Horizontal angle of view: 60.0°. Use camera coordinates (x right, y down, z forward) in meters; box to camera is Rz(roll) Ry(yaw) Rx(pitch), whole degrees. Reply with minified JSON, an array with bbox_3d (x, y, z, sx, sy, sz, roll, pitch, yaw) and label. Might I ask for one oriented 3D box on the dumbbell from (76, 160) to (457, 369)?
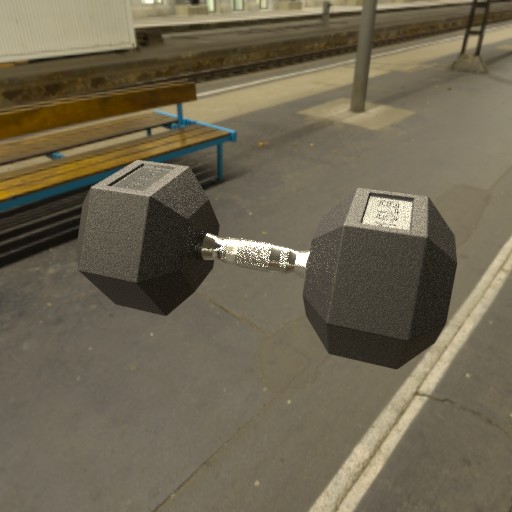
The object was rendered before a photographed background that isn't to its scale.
[{"bbox_3d":[0.000,0.000,0.338,0.271,0.106,0.122,10,33,16],"label":"dumbbell"}]
